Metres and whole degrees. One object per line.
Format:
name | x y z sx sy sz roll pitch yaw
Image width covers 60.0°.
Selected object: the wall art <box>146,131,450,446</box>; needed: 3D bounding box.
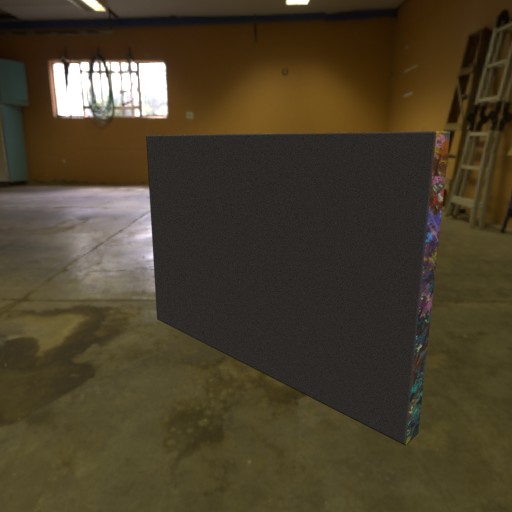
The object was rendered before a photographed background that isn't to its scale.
wall art | 0.000 0.000 0.766 0.037 0.406 0.610 -14 20 -43
